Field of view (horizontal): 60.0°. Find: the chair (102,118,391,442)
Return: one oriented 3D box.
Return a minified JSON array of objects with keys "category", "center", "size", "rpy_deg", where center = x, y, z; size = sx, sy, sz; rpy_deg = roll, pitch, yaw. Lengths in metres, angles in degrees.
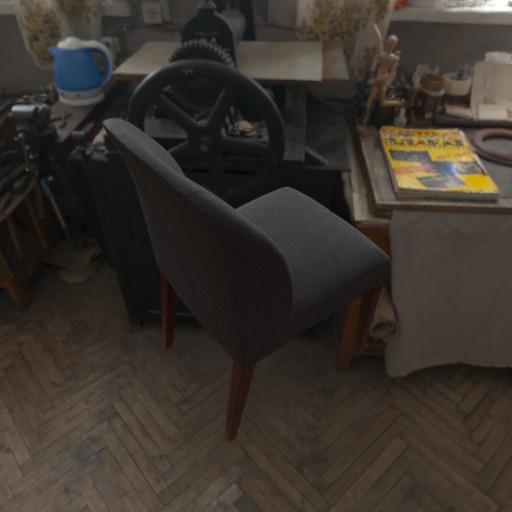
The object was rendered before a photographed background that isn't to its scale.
[{"category":"chair","center":[0.000,0.000,1.245],"size":[0.619,0.879,0.506],"rpy_deg":[-25,47,-26]}]
